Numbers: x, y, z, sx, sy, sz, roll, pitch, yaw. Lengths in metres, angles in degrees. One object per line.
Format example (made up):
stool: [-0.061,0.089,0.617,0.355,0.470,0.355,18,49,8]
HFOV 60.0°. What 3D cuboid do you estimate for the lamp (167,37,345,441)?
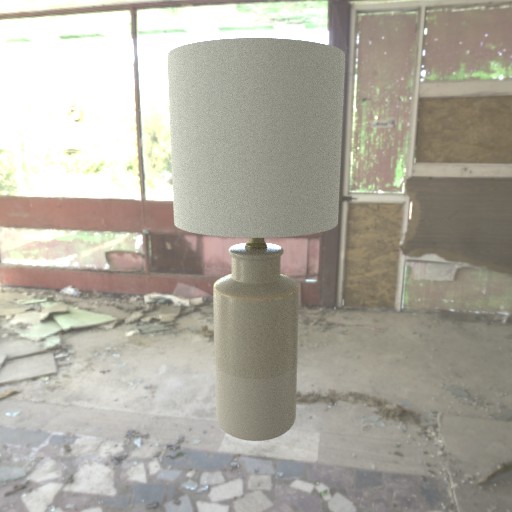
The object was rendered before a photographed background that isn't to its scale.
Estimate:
lamp: [0.000,0.000,0.595,0.212,0.493,0.212,-13,19,-42]
